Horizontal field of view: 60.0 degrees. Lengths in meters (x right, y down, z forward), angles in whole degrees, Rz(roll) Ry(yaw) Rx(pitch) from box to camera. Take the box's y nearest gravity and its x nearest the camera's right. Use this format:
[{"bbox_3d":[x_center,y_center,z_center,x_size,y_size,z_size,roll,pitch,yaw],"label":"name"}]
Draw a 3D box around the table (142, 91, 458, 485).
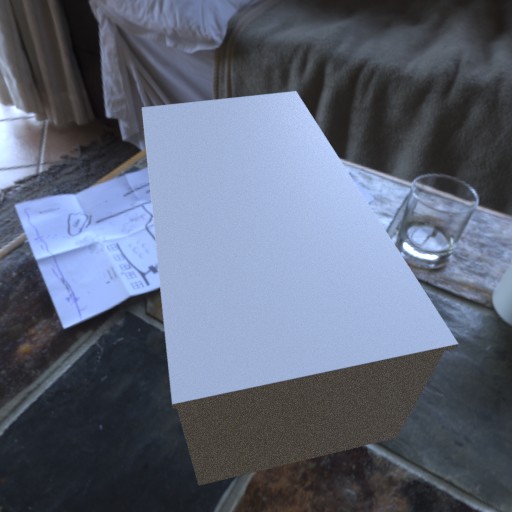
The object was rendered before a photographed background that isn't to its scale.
[{"bbox_3d":[0.000,0.000,1.235,0.500,0.441,1.000,-9,46,-9],"label":"table"}]
